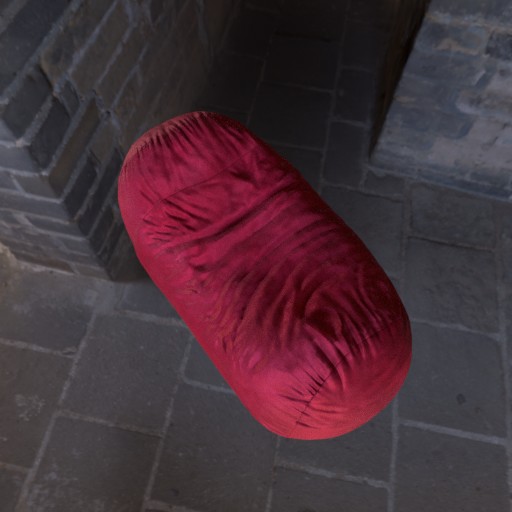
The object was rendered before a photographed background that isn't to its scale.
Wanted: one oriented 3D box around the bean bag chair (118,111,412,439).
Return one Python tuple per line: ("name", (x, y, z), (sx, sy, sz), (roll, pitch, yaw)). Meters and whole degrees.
("bean bag chair", (0.000, 0.000, 2.793), (1.216, 0.867, 2.293), (-33, 68, -15))
